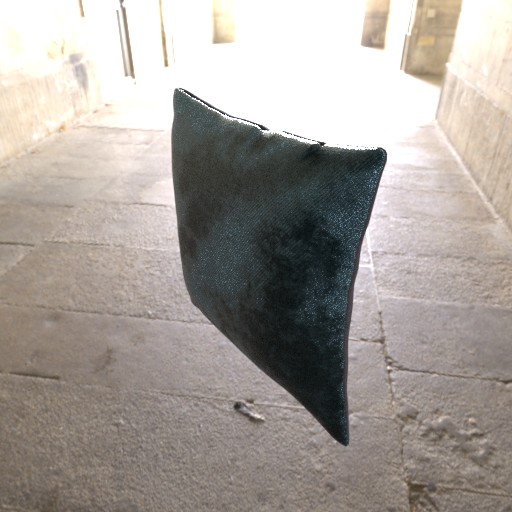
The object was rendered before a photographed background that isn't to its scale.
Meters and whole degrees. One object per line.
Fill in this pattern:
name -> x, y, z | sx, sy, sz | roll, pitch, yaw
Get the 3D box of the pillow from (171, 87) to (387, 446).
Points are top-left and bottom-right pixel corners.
pillow -> 0.000, 0.000, 0.664 | 0.138, 0.430, 0.436 | -22, 38, -31
